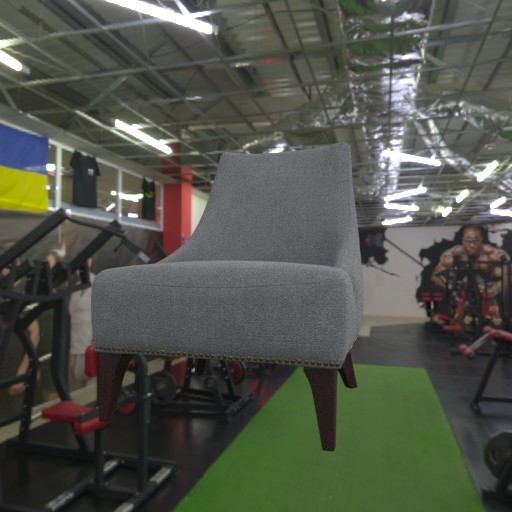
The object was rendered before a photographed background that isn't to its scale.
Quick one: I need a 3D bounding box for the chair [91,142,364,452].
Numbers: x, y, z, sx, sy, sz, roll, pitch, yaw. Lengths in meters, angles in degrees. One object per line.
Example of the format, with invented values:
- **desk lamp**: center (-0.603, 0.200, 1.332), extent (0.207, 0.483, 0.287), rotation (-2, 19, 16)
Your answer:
- **chair**: center (0.000, 0.000, 1.481), extent (0.701, 0.909, 0.861), rotation (-1, -2, 18)
